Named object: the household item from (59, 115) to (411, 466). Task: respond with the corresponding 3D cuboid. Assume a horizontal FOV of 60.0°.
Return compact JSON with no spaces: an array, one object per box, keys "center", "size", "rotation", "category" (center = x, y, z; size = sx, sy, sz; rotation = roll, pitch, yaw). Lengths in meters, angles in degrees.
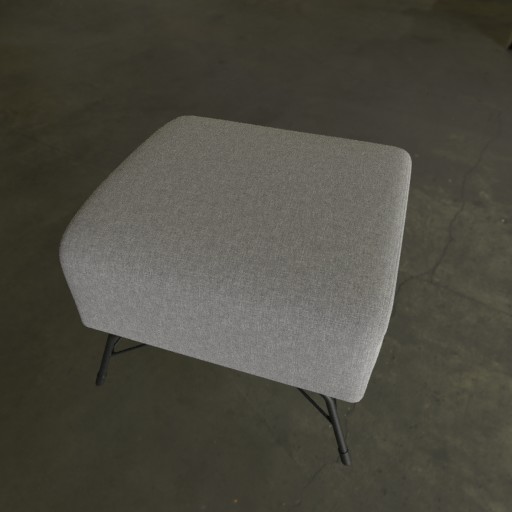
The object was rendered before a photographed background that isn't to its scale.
[{"center":[0.000,0.000,0.898],"size":[0.530,0.410,0.530],"rotation":[13,44,13],"category":"household item"}]
